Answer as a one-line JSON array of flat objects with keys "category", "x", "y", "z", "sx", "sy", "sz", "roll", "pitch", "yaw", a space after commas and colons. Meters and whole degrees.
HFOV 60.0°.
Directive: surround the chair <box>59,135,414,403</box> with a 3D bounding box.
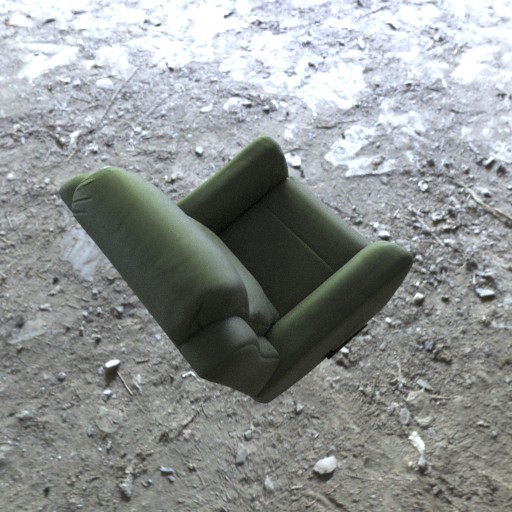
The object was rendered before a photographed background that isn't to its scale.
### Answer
[{"category": "chair", "x": 0.000, "y": 0.000, "z": 1.885, "sx": 1.068, "sy": 1.116, "sz": 0.967, "roll": -35, "pitch": 65, "yaw": -20}]
